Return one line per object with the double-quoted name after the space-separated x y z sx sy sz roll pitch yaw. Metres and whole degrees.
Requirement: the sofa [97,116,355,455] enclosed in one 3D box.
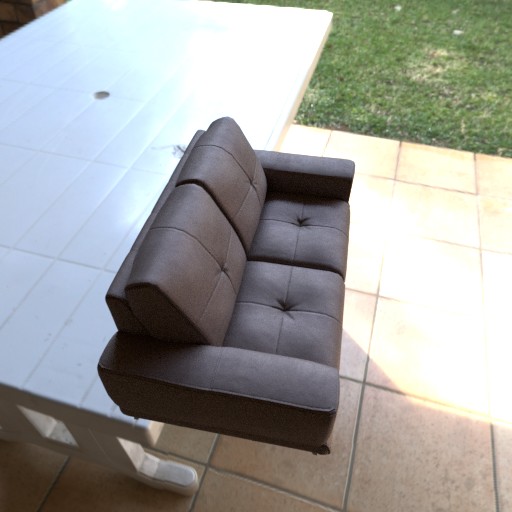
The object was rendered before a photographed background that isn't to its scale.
0.000 0.000 2.413 1.018 0.907 1.806 8 46 8 "sofa"
